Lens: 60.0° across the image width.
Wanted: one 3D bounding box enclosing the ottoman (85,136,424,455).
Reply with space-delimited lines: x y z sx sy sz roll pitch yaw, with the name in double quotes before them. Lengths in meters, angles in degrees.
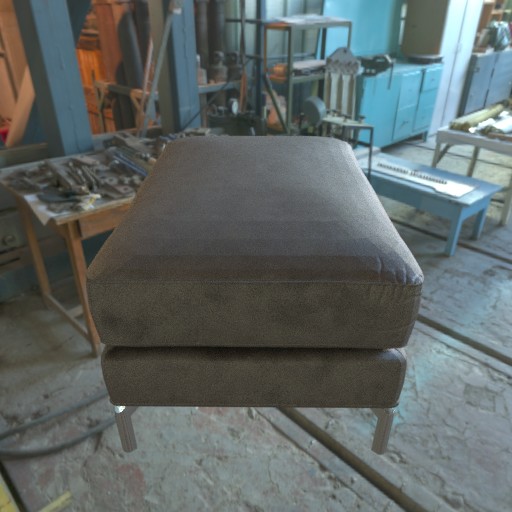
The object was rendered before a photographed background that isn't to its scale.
"ottoman" 0.000 0.000 1.031 0.520 0.456 0.719 0 31 0
